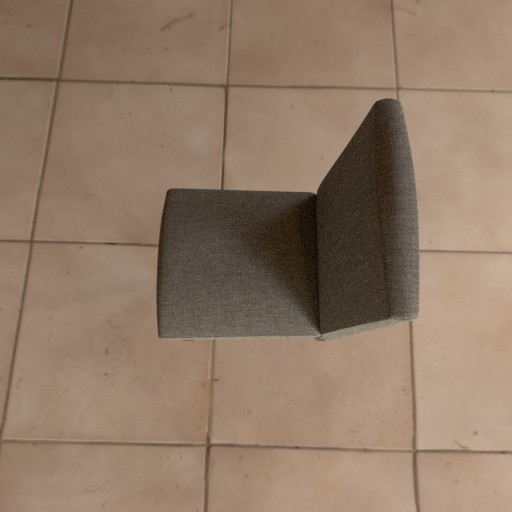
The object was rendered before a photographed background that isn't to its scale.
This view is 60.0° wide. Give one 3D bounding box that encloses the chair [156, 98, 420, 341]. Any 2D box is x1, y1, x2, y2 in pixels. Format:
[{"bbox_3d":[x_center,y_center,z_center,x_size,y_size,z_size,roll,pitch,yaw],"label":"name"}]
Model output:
[{"bbox_3d":[0.000,0.000,1.236,0.580,0.917,0.451,0,76,0],"label":"chair"}]
